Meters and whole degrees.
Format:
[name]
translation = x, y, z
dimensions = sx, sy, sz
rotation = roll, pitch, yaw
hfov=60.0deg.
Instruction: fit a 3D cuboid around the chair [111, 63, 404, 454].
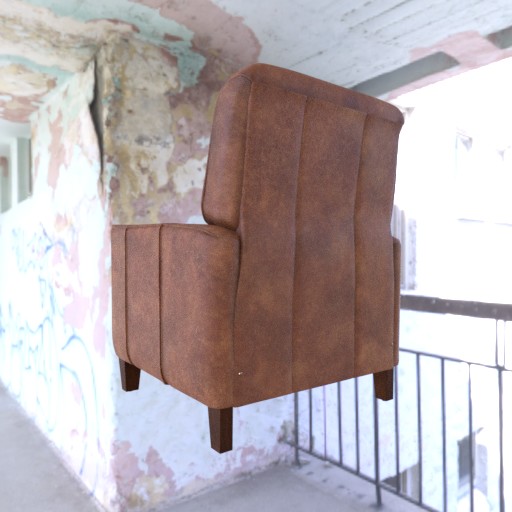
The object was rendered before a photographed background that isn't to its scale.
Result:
[chair]
translation = 0.000, 0.000, 1.646
dimensions = 0.843, 1.043, 0.836
rotation = 0, 0, -37
